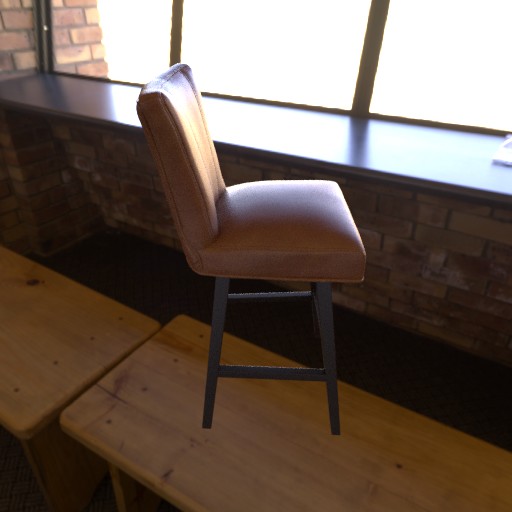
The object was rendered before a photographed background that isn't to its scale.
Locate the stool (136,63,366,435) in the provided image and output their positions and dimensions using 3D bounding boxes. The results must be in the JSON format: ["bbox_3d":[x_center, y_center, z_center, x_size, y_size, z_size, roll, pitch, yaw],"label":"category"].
[{"bbox_3d":[0.000,0.000,1.431,0.585,1.094,0.522,0,31,0],"label":"stool"}]
